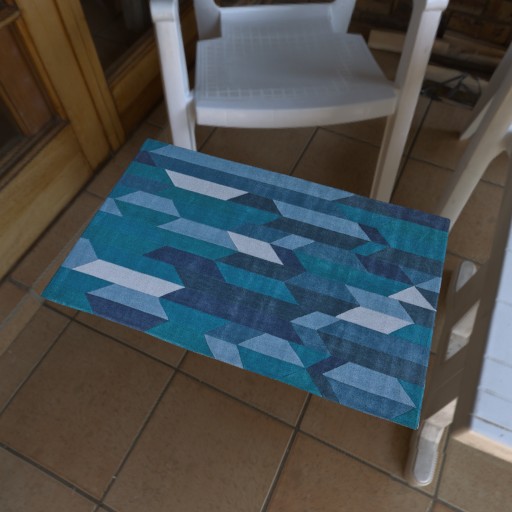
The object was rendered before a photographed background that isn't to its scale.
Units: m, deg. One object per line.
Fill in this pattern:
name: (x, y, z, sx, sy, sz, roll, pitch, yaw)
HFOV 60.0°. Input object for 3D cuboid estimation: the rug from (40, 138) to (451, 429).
rug: (0.000, 0.000, 3.016, 2.420, 0.005, 1.528, 17, 60, 10)
